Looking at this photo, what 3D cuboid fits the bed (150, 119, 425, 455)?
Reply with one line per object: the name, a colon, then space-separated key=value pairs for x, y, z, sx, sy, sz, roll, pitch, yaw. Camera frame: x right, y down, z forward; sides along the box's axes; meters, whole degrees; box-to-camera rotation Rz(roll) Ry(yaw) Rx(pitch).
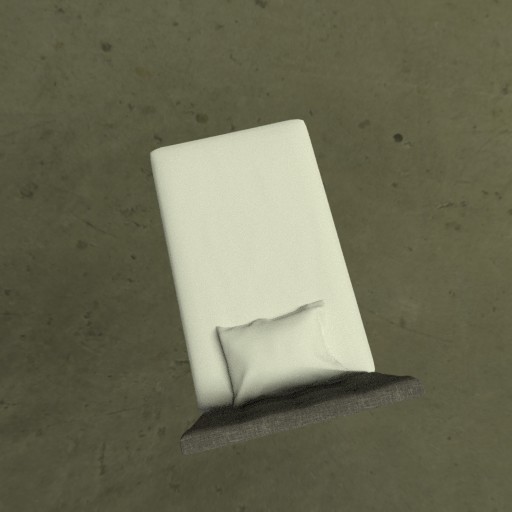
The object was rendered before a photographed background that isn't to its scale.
bed: x=0.000 y=0.000 z=2.954 sx=1.261 sy=1.571 sz=1.997 roll=-13 pitch=77 yaw=-3
